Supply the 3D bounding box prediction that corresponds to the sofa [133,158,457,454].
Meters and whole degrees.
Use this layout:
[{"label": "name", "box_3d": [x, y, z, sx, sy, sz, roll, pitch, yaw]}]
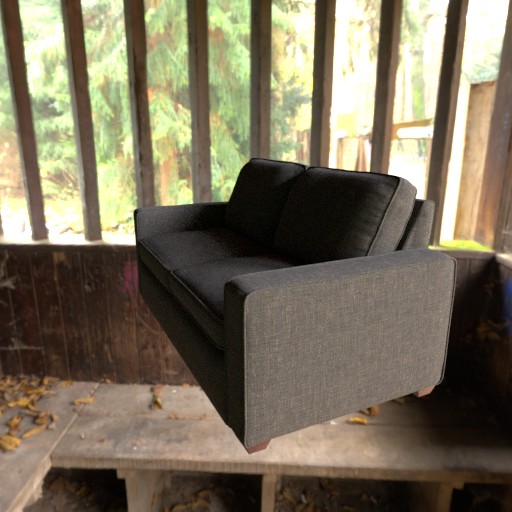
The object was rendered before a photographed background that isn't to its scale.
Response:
[{"label": "sofa", "box_3d": [0.000, 0.000, 2.283, 0.947, 0.918, 1.709, -7, 17, -25]}]
